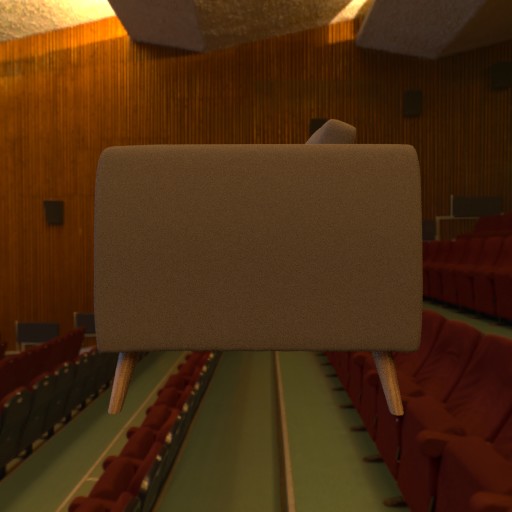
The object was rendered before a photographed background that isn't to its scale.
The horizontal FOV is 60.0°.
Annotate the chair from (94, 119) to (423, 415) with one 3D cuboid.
[{"bbox_3d":[0.000,0.000,1.697,0.930,0.860,1.000,0,1,1],"label":"chair"}]
